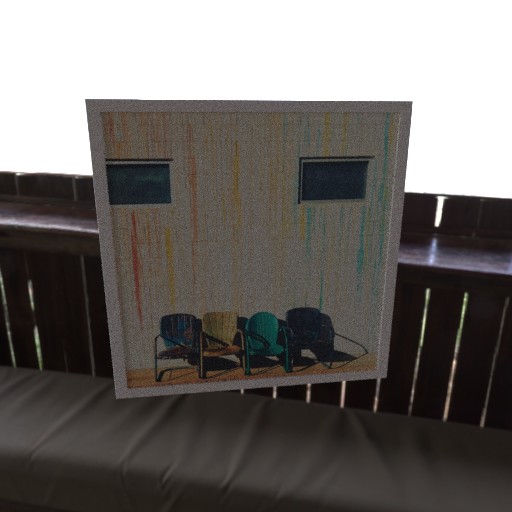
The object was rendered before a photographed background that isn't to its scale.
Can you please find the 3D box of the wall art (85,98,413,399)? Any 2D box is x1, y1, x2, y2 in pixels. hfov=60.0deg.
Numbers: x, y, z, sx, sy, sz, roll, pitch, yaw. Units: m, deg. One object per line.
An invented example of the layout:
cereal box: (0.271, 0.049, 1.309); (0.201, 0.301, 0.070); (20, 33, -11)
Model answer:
wall art: (0.000, 0.000, 1.145); (0.760, 0.760, 0.036); (-2, 17, -7)
